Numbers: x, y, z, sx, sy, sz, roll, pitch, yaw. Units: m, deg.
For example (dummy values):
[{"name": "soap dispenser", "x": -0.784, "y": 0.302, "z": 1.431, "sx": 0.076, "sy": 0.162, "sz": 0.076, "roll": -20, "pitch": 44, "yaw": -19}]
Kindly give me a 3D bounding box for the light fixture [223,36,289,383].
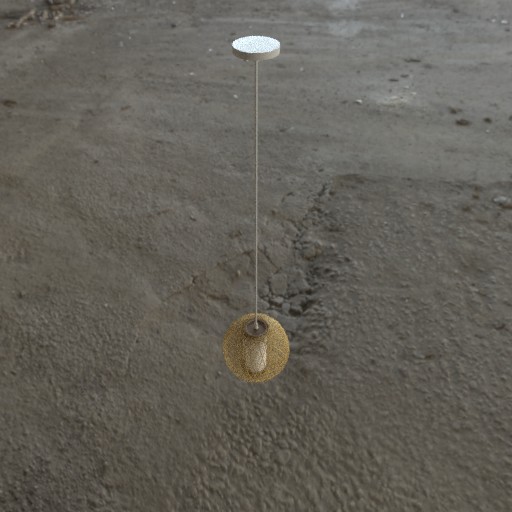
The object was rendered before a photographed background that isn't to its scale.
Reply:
[{"name": "light fixture", "x": 0.000, "y": 0.000, "z": 2.148, "sx": 0.406, "sy": 1.955, "sz": 0.407, "roll": 9, "pitch": 45, "yaw": 9}]
